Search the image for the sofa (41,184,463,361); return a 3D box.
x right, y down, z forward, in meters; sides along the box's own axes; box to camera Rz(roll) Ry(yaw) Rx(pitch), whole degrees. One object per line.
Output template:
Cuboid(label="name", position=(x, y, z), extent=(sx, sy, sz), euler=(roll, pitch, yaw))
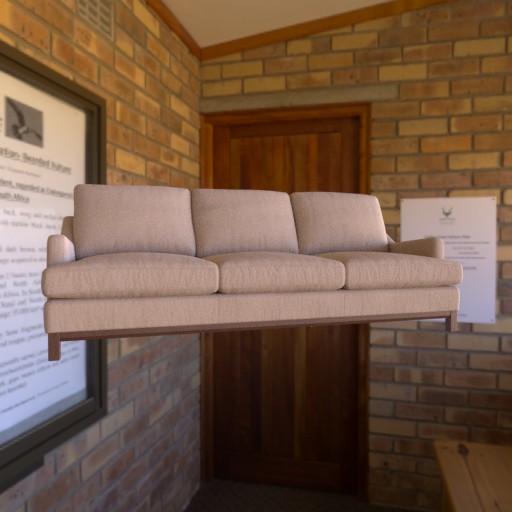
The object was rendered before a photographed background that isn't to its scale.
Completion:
Cuboid(label="sofa", position=(0.000, 0.000, 2.769), extent=(2.321, 0.913, 1.000), euler=(0, 1, -18))
